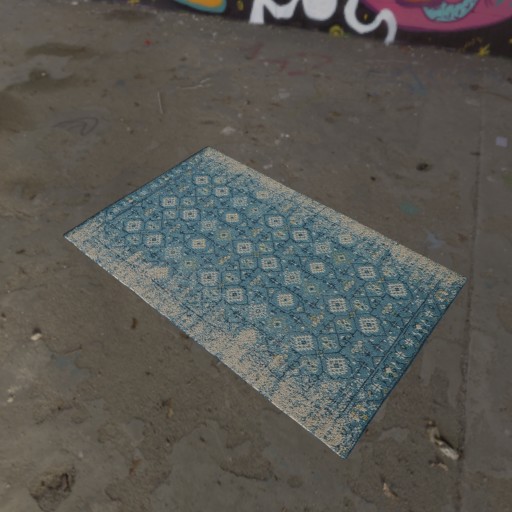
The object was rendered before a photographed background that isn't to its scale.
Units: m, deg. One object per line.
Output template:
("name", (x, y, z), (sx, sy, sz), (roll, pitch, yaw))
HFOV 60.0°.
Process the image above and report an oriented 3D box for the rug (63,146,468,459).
("rug", (0.000, 0.000, 3.108), (2.449, 0.015, 1.530), (32, 55, 26))
